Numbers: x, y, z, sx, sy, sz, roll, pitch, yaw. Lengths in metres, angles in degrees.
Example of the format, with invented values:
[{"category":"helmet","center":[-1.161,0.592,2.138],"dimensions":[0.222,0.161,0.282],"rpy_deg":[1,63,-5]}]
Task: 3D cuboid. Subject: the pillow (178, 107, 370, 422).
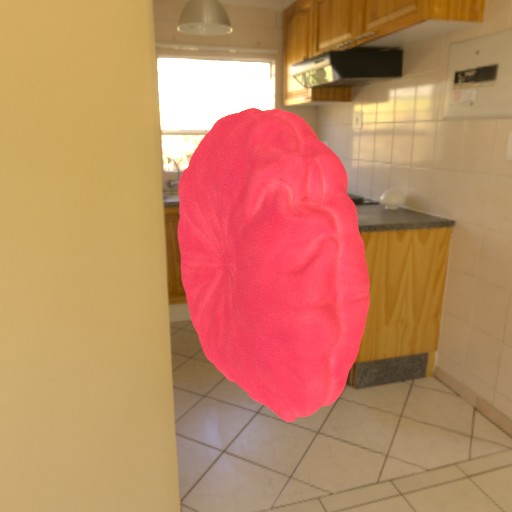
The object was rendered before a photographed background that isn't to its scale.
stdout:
[{"category":"pillow","center":[0.000,0.000,0.642],"dimensions":[0.148,0.407,0.428],"rpy_deg":[-8,17,-26]}]
